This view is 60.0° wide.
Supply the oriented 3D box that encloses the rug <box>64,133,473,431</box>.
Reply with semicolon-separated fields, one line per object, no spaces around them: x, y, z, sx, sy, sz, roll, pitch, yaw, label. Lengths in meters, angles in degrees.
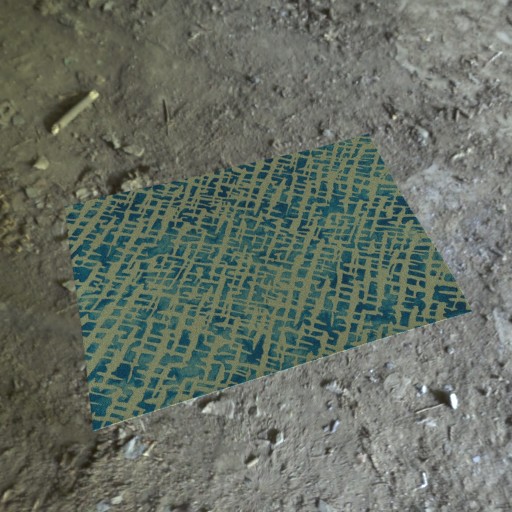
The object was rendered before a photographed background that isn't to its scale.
0.000;0.000;2.291;1.830;0.011;1.209;-15;63;-8;rug
